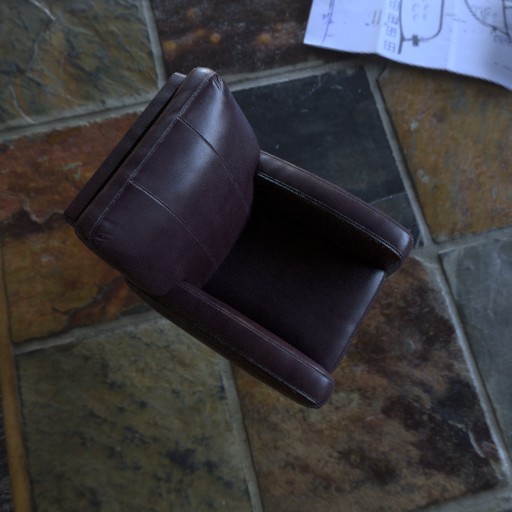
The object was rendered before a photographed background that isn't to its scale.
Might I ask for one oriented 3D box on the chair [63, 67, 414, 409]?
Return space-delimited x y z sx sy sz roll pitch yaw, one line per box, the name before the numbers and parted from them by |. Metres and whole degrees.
chair | 0.000 0.000 1.685 0.990 0.990 0.762 31 77 8
